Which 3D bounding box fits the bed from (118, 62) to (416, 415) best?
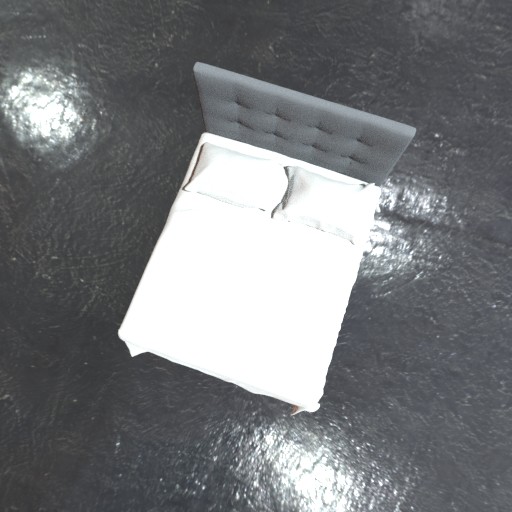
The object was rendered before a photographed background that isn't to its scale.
[{"bbox_3d":[0.000,0.000,3.598,1.936,1.577,2.222,19,76,5],"label":"bed"}]
